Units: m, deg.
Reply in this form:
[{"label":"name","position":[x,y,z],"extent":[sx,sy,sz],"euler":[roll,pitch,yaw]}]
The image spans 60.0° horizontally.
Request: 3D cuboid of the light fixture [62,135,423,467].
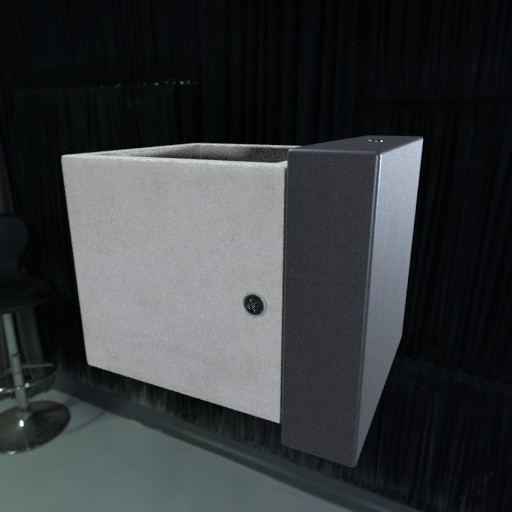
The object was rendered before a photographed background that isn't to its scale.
[{"label":"light fixture","position":[0.000,0.000,0.235],"extent":[0.143,0.121,0.121],"euler":[8,19,24]}]
